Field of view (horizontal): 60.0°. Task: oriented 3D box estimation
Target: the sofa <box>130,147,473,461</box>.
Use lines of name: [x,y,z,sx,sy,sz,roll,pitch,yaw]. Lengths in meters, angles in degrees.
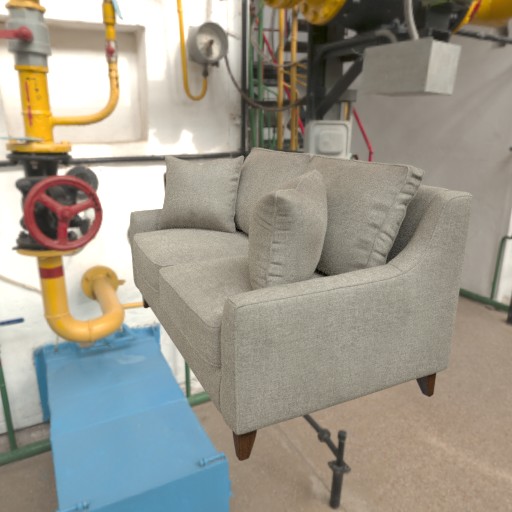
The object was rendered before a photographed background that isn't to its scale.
sofa: [0.000,0.000,1.959,0.915,0.863,1.422,-8,19,-25]
